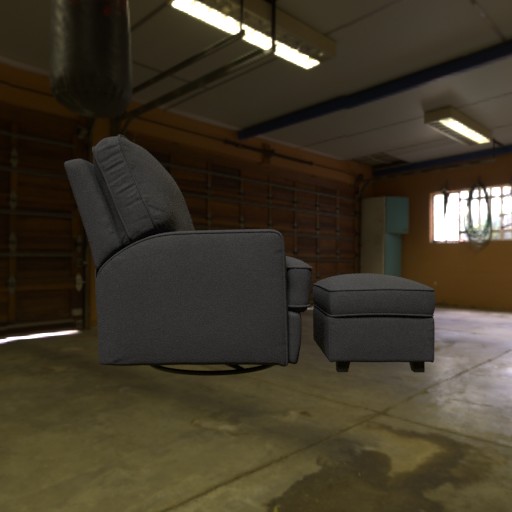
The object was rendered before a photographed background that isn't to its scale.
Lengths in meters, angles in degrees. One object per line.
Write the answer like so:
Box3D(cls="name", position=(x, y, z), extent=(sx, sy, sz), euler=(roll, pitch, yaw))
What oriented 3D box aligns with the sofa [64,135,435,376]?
Box3D(cls="sofa", position=(0.000, 0.000, 2.060), extent=(1.472, 0.959, 0.861), euler=(0, -1, 0))
